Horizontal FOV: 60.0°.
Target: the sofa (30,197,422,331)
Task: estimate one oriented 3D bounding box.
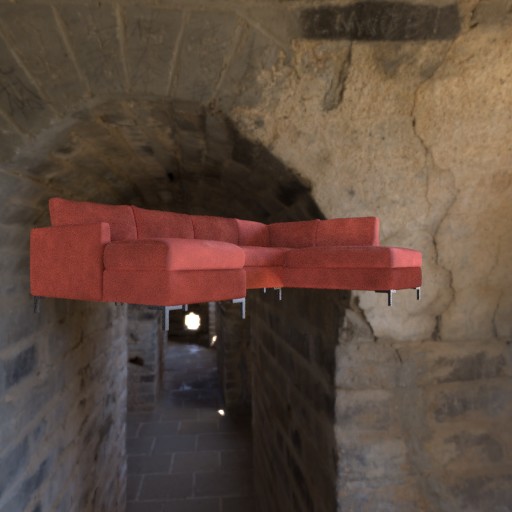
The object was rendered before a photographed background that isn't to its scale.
[{"bbox_3d":[0.000,0.000,3.846,1.981,0.858,2.971,-1,-1,37],"label":"sofa"}]
